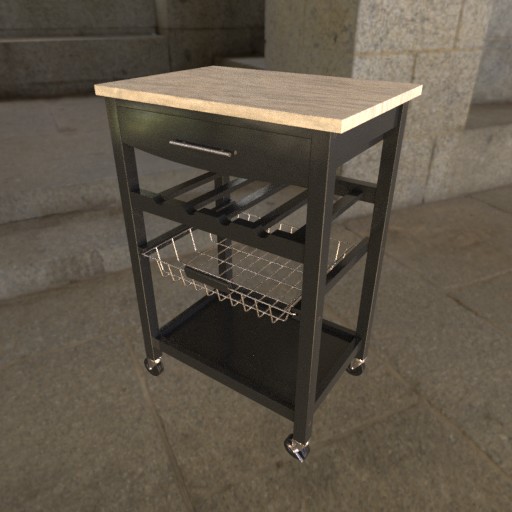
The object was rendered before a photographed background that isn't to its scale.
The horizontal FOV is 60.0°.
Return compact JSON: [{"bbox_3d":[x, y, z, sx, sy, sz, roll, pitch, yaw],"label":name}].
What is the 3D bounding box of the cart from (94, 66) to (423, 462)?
[{"bbox_3d":[0.000,0.000,1.150,0.584,0.839,0.403,19,35,30],"label":"cart"}]
